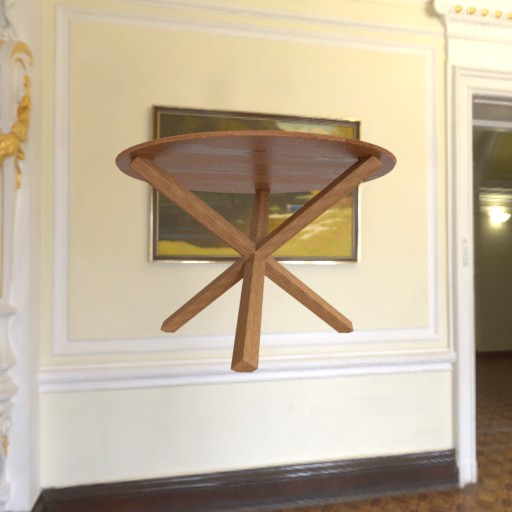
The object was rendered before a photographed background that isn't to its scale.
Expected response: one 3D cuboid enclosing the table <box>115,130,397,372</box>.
[{"bbox_3d":[0.000,0.000,1.709,1.038,0.666,1.038,0,-1,0],"label":"table"}]
